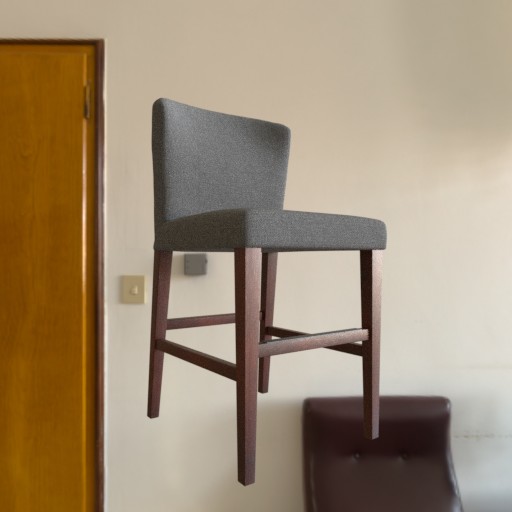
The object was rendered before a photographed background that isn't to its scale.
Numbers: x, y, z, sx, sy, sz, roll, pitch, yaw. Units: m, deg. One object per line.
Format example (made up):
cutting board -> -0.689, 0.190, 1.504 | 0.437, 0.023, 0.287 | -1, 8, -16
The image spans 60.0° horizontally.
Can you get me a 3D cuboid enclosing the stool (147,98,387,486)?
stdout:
stool -> 0.000, 0.000, 1.263 | 0.479, 0.968, 0.568 | 0, 0, -36
